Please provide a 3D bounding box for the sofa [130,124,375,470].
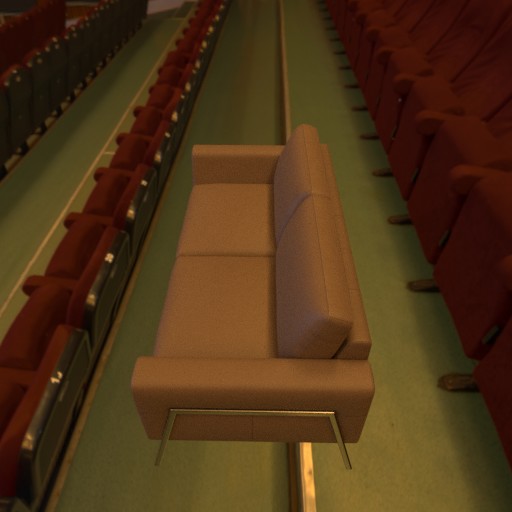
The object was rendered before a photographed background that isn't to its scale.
[{"bbox_3d":[0.000,0.000,2.549,0.953,0.875,2.017,1,41,1],"label":"sofa"}]
